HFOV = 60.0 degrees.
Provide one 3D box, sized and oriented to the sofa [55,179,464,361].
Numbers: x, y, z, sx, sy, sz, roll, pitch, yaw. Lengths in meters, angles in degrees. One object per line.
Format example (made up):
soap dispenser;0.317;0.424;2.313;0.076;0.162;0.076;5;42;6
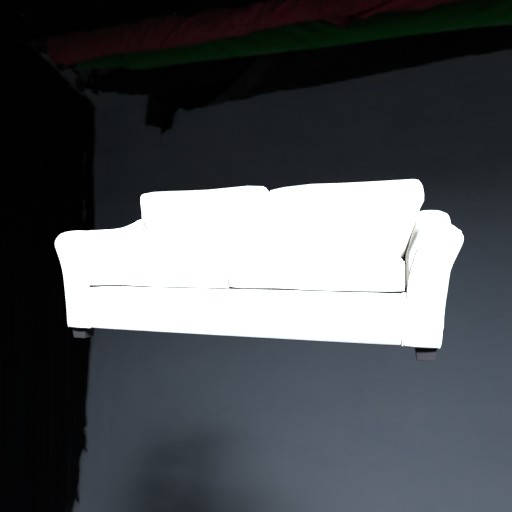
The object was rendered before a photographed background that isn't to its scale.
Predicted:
sofa;0.000;0.000;2.727;2.270;0.965;0.980;0;0;18
